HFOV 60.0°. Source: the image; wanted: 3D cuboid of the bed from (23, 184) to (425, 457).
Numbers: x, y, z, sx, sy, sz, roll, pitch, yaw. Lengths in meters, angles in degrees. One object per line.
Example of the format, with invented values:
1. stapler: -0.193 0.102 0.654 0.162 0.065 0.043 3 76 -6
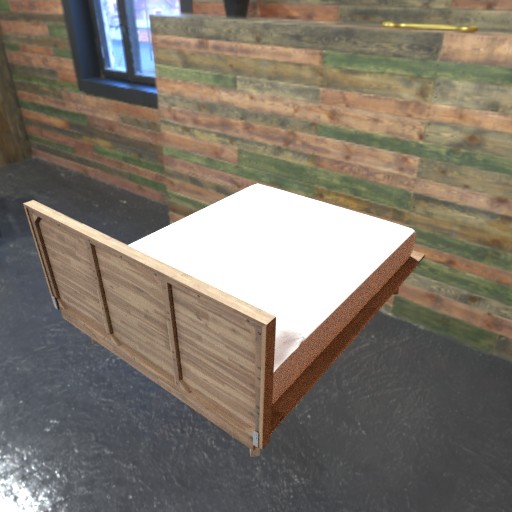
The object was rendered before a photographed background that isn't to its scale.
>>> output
1. bed: 0.000 0.000 3.097 1.759 1.071 2.145 22 37 32
